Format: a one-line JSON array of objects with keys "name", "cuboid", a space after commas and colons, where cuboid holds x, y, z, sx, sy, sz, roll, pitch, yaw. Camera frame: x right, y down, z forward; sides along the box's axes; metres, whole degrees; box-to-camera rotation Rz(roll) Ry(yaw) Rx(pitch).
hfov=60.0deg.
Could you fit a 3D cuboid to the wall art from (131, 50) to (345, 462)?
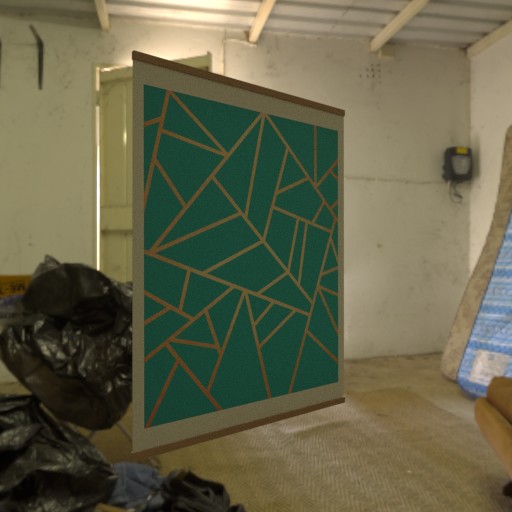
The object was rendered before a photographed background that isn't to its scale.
[{"name": "wall art", "cuboid": [0.000, 0.000, 1.323, 0.758, 1.016, 0.013, 0, 0, -36]}]
